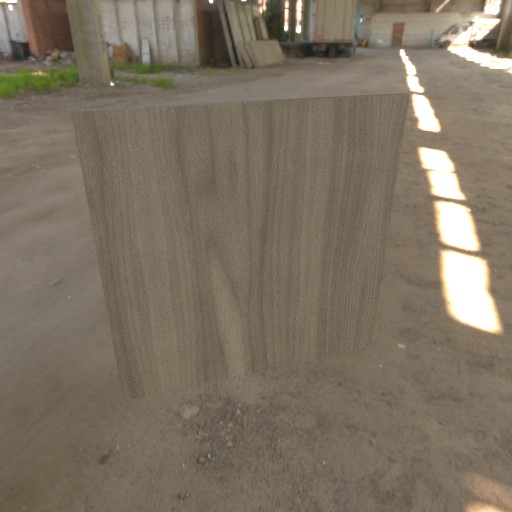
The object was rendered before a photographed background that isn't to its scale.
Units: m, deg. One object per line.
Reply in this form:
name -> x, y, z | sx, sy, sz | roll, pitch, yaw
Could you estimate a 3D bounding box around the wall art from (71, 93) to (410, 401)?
wall art -> 0.000, 0.000, 0.761 | 0.508, 0.507, 0.016 | -8, 29, -16
